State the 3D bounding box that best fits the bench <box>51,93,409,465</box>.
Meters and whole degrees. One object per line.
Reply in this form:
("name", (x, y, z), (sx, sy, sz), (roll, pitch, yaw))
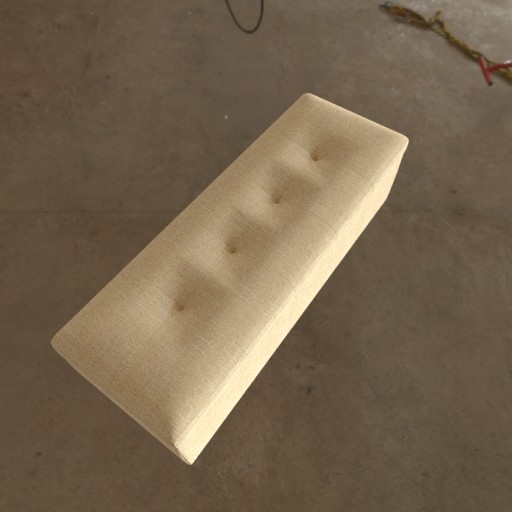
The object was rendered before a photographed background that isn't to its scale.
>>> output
("bench", (0.000, 0.000, 1.462), (0.432, 0.406, 1.219), (31, 63, 18))
